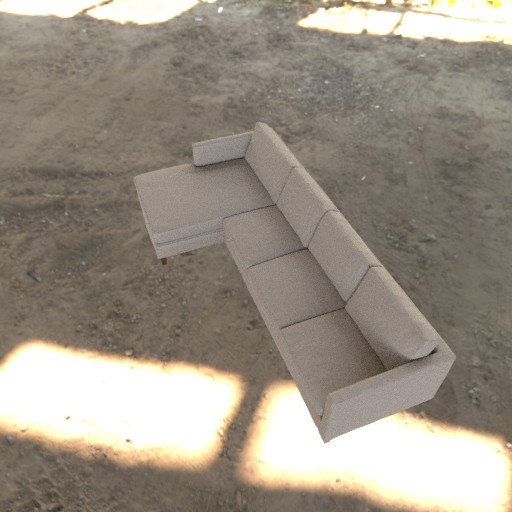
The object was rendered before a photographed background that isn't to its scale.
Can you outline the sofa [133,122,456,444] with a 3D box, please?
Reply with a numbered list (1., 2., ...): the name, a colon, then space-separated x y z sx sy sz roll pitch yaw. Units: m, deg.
1. sofa: 0.000 0.000 3.926 1.625 0.846 3.186 -16 48 -15
